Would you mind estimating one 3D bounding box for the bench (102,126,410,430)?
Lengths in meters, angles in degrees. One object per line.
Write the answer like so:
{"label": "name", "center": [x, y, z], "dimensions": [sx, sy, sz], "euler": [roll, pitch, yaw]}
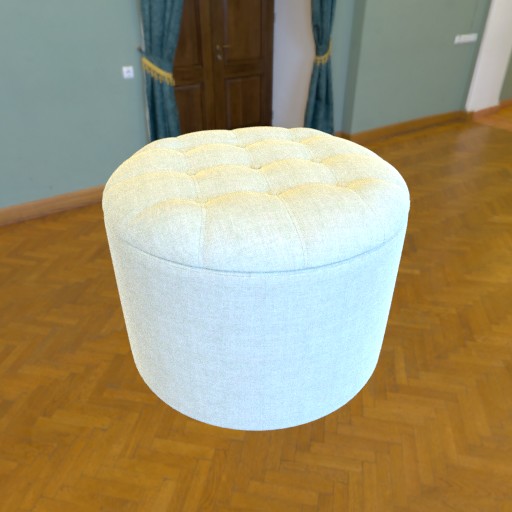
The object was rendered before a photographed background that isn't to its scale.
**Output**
{"label": "bench", "center": [0.000, 0.000, 0.985], "dimensions": [0.600, 0.453, 0.600], "euler": [0, 33, 0]}
